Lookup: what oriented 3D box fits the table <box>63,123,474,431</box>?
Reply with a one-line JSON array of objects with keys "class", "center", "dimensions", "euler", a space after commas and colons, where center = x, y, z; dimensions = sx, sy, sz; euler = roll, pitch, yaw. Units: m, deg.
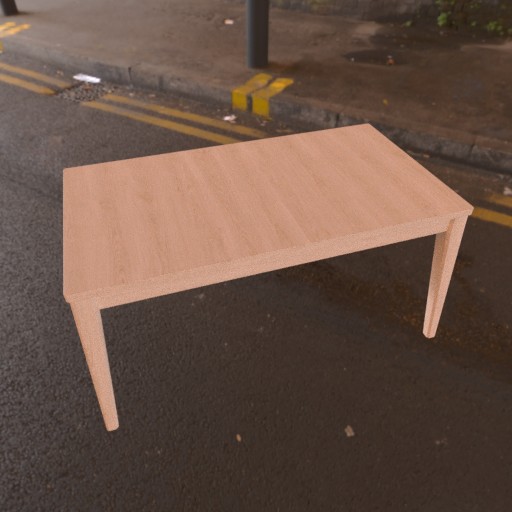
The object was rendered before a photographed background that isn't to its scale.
[{"class": "table", "center": [0.000, 0.000, 2.110], "dimensions": [1.600, 0.760, 0.900], "euler": [-12, 42, -14]}]
